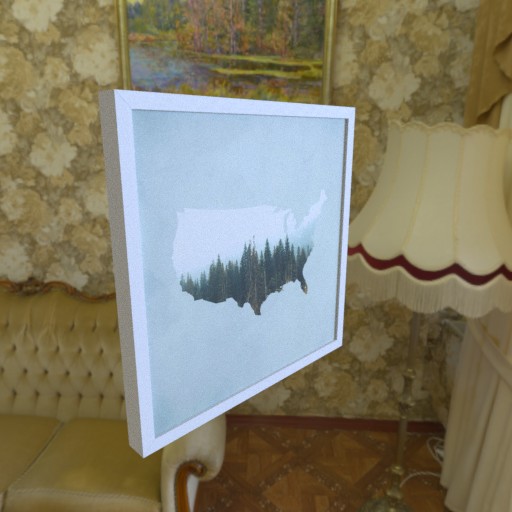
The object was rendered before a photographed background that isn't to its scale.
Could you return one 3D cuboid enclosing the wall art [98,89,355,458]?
[{"bbox_3d":[0.000,0.000,0.461,0.024,0.304,0.304,15,21,43],"label":"wall art"}]
